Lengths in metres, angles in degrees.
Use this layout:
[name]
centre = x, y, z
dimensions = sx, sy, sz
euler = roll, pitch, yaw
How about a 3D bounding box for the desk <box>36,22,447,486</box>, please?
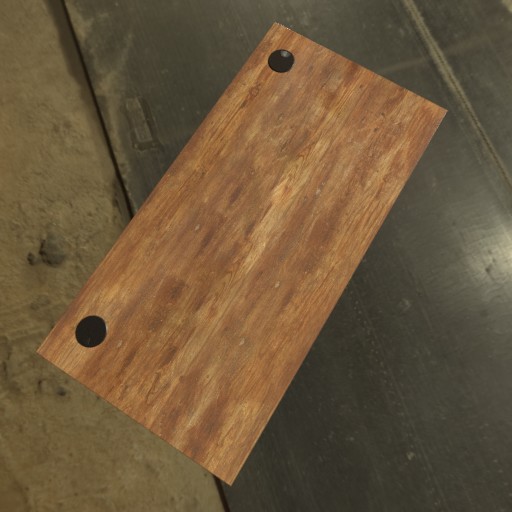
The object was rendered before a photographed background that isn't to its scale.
[desk]
centre = 0.000, 0.000, 1.593
dimensions = 0.600, 0.749, 1.200
euler = 31, 78, 7
